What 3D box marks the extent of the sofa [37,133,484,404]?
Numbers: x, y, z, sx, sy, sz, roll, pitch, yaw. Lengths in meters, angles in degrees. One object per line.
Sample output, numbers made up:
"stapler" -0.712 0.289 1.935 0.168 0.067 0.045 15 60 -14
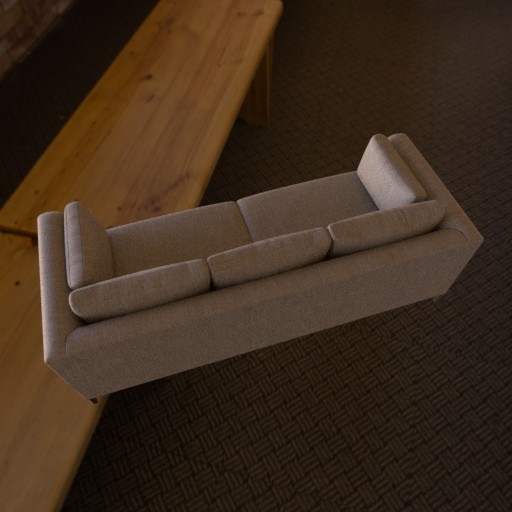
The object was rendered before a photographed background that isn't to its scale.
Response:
"sofa" 0.000 0.000 2.819 2.415 0.867 0.969 -15 57 -10
